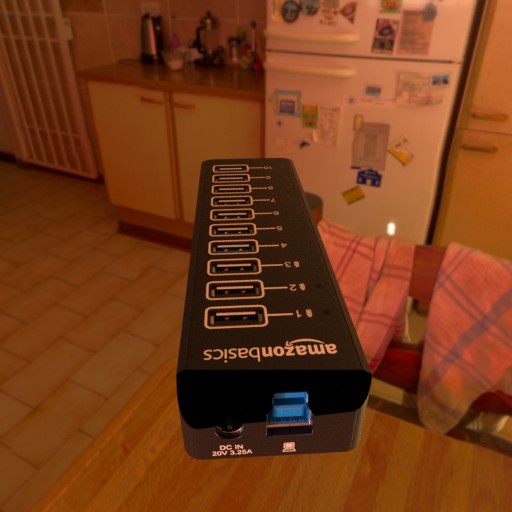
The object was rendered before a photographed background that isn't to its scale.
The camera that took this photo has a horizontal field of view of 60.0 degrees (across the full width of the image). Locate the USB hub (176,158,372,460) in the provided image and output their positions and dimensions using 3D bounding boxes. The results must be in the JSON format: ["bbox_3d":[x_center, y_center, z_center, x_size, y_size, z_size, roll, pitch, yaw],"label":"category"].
[{"bbox_3d":[0.000,0.000,0.162,0.044,0.023,0.145,-2,32,-3],"label":"USB hub"}]
